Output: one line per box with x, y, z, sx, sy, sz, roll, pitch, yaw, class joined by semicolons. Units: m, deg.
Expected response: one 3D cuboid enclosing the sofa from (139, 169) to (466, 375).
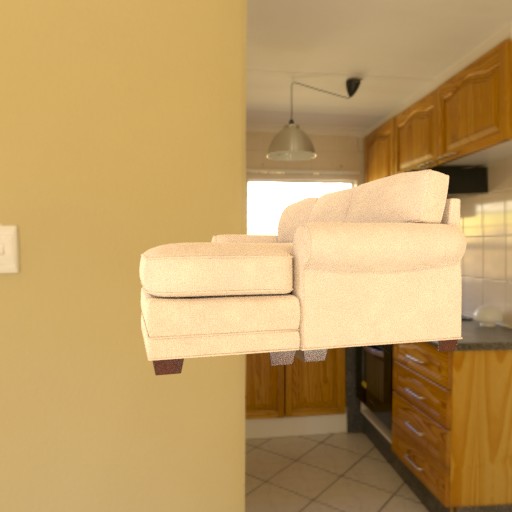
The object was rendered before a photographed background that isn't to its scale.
0.000;0.000;2.363;1.226;0.734;1.770;0;1;-17;sofa
